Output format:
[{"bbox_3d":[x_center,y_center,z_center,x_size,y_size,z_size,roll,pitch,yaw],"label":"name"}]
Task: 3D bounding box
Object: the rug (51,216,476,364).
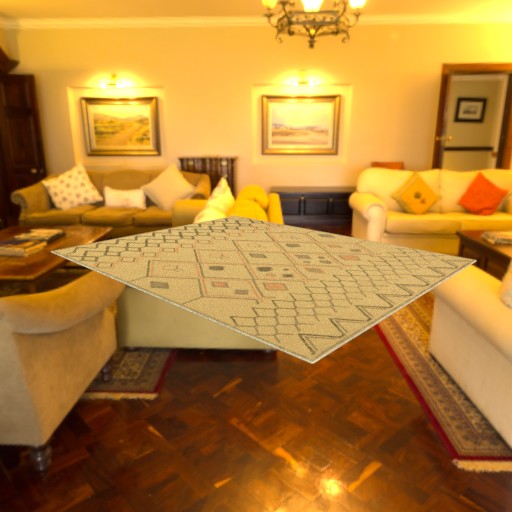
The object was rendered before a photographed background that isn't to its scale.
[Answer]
[{"bbox_3d":[0.000,0.000,4.051,3.050,0.016,2.441,14,21,41],"label":"rug"}]
